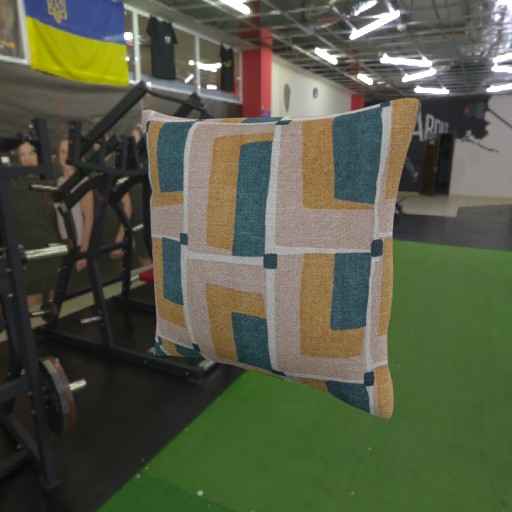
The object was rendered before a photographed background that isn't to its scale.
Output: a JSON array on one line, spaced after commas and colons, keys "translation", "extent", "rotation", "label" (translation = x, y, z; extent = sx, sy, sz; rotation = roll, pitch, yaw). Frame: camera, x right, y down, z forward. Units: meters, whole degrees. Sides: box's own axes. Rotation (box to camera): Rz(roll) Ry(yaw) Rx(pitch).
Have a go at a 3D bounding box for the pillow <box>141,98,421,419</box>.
[{"translation": [0.000, 0.000, 0.735], "extent": [0.478, 0.479, 0.158], "rotation": [8, 16, 28], "label": "pillow"}]
